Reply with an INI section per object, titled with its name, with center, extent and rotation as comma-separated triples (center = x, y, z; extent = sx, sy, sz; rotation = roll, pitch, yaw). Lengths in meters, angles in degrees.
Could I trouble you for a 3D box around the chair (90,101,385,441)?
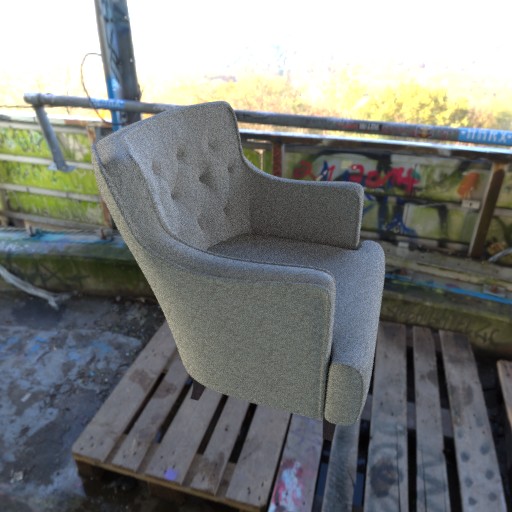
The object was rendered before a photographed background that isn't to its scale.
[chair]
center = 0.000, 0.000, 1.624
extent = 0.910, 0.920, 0.820
rotation = 9, 31, 15
